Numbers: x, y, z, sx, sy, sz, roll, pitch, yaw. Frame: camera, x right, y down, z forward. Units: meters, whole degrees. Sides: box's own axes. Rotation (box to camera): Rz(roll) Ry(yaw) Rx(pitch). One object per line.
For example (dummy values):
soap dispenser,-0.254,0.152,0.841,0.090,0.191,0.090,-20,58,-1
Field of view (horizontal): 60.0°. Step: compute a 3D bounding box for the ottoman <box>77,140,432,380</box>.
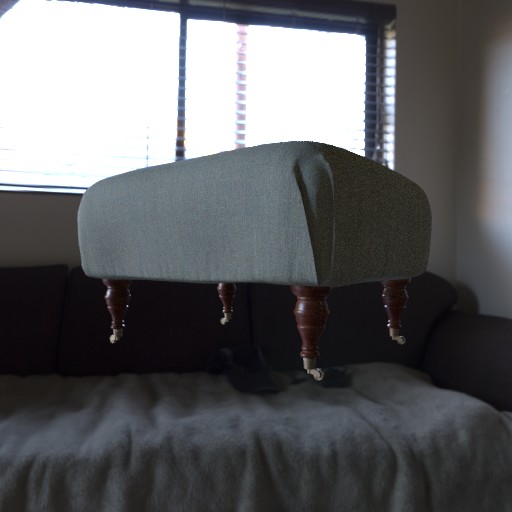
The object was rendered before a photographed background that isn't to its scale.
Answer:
ottoman,0.000,0.000,1.135,0.747,0.450,0.622,-1,-1,37
